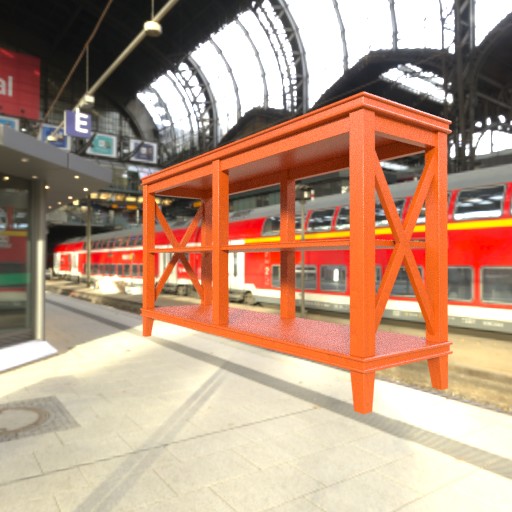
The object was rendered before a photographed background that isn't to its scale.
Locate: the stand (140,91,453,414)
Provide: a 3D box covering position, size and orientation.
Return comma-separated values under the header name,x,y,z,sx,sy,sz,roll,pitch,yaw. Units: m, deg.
name,x,y,z,sx,sy,sz,roll,pitch,yaw
stand,0.000,0.000,1.702,0.381,0.762,1.372,0,-1,-36
